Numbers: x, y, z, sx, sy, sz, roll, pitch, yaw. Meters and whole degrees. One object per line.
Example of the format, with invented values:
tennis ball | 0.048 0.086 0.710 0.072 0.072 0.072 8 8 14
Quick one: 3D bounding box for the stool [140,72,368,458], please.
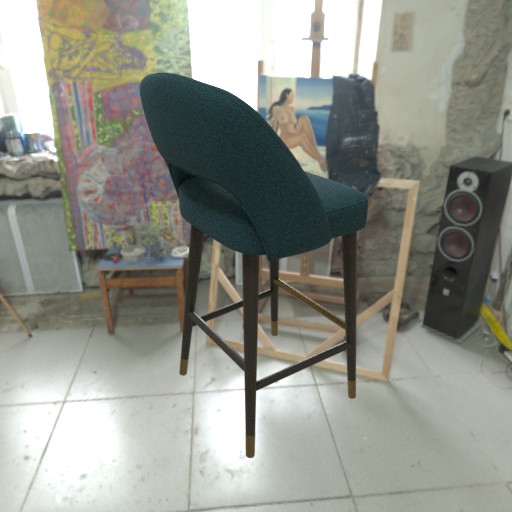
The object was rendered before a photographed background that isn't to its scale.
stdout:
stool | 0.000 0.000 1.329 0.522 1.032 0.536 -17 30 -31
